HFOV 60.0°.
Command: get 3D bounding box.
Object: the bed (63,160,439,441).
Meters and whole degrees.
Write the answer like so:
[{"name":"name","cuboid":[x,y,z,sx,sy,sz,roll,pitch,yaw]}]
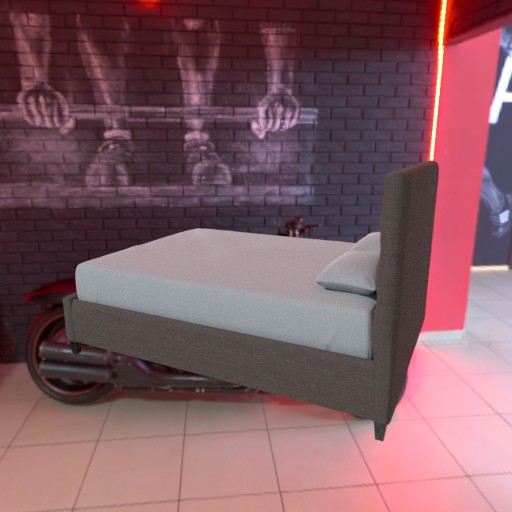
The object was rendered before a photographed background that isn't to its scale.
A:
[{"name":"bed","cuboid":[0.000,0.000,3.416,2.387,1.427,1.698,7,16,25]}]
